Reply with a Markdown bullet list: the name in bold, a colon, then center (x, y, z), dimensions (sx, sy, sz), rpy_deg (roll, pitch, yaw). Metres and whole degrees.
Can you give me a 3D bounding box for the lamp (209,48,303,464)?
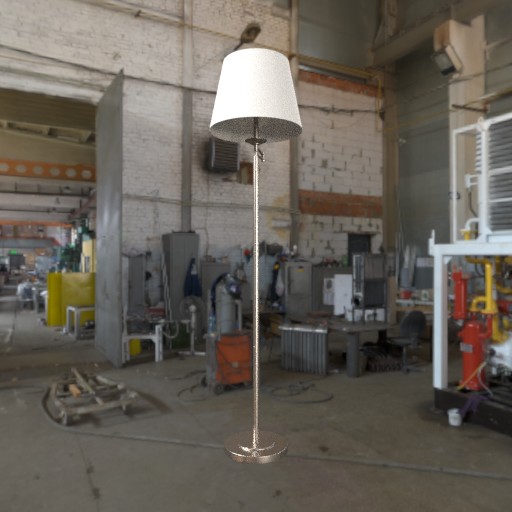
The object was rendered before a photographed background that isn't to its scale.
- **lamp**: center (0.000, 0.000, 1.694), dimensions (0.355, 1.473, 0.355), rpy_deg (0, 0, 0)
